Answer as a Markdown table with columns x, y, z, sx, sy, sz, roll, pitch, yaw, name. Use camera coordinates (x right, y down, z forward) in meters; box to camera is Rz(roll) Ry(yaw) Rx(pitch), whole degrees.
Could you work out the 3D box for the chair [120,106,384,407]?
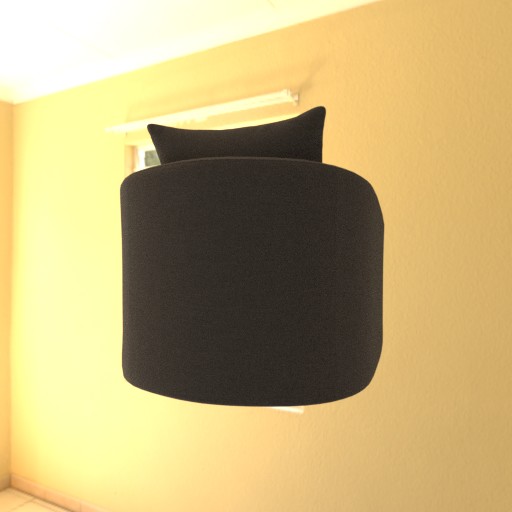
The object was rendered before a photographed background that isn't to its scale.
| x | y | z | sx | sy | sz | roll | pitch | yaw | name |
| --- | --- | --- | --- | --- | --- | --- | --- | --- | --- |
| 0.000 | 0.000 | 1.582 | 0.845 | 0.848 | 0.910 | 0 | 0 | 19 | chair |
